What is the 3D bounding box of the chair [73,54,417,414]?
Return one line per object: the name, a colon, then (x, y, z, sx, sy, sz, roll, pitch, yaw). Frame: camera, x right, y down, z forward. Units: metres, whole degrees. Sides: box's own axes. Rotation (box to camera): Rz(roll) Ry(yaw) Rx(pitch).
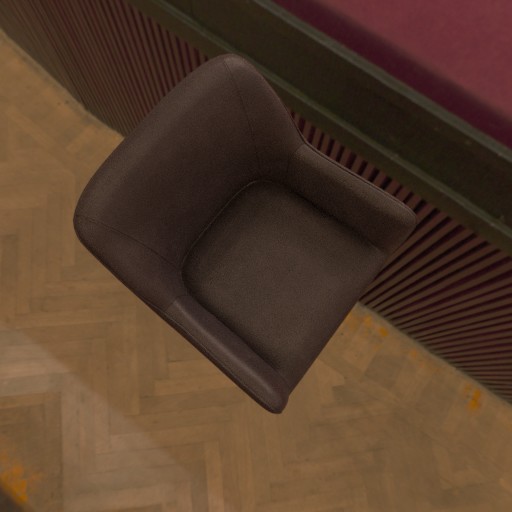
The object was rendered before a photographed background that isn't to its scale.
chair: (0.000, 0.000, 1.259, 0.610, 0.828, 0.610, 37, 78, 9)
